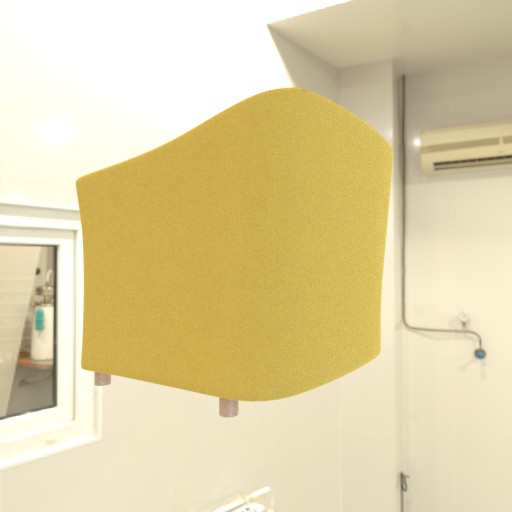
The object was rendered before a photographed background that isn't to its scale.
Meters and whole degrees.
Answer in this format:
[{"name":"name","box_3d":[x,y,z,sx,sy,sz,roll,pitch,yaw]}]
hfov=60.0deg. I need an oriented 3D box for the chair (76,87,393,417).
[{"name":"chair","box_3d":[0.000,0.000,1.355,0.700,0.720,0.790,-1,-2,35]}]
